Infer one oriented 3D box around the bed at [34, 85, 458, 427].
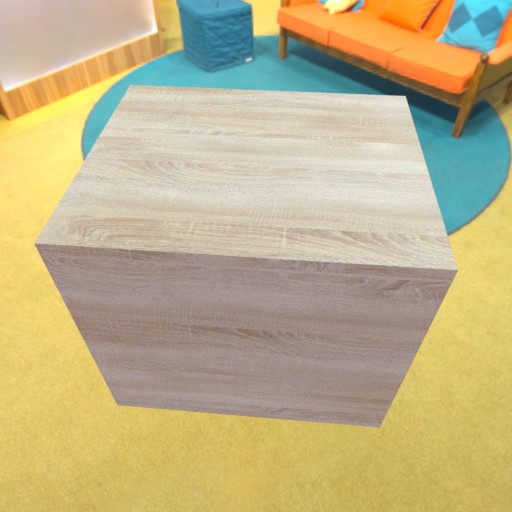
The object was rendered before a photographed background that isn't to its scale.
[{"bbox_3d":[0.000,0.000,0.767,0.460,0.420,0.401,4,47,3],"label":"bed"}]
